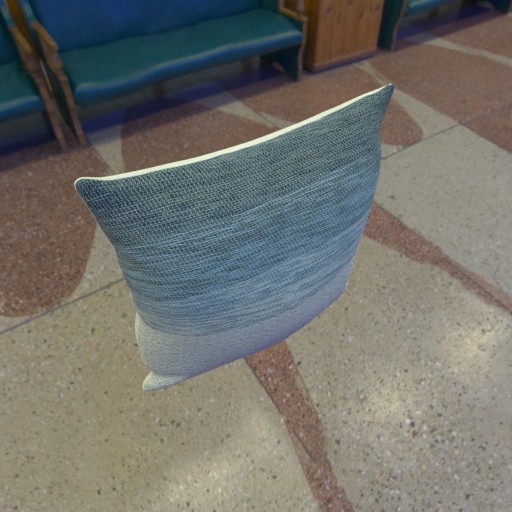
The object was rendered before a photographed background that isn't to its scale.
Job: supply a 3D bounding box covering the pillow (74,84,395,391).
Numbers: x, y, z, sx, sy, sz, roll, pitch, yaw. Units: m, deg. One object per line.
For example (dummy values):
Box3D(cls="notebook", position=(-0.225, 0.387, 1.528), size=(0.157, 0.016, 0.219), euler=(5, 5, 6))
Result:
Box3D(cls="pillow", position=(0.000, 0.000, 0.667), size=(0.440, 0.441, 0.182), euler=(-24, 51, -21))
